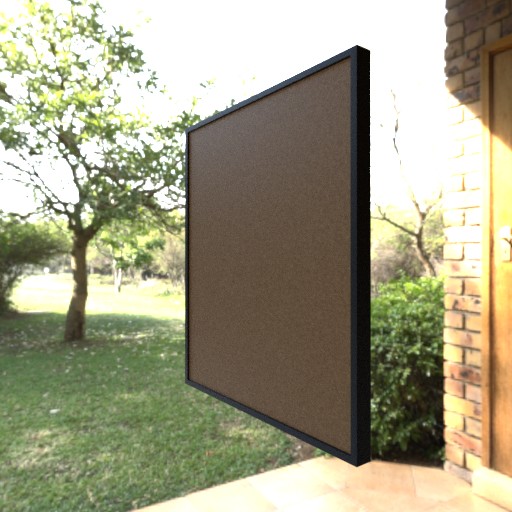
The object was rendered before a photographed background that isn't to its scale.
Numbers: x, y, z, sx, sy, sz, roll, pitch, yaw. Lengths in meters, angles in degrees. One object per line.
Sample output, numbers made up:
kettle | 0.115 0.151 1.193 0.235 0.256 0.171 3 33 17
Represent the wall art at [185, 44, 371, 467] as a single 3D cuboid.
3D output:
wall art | 0.000 0.000 0.537 0.019 0.381 0.330 0 0 -37
